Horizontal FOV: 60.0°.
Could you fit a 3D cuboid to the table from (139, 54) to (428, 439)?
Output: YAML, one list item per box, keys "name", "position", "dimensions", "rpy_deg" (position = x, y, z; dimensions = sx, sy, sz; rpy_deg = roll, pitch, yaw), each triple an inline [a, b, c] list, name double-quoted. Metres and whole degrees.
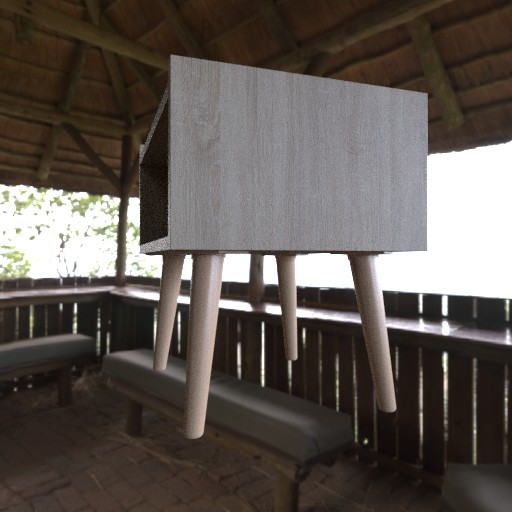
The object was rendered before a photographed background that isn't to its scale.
- name: "table"
  position: [0.000, 0.000, 0.793]
  dimensions: [0.370, 0.470, 0.450]
  rpy_deg: [0, 0, -19]
